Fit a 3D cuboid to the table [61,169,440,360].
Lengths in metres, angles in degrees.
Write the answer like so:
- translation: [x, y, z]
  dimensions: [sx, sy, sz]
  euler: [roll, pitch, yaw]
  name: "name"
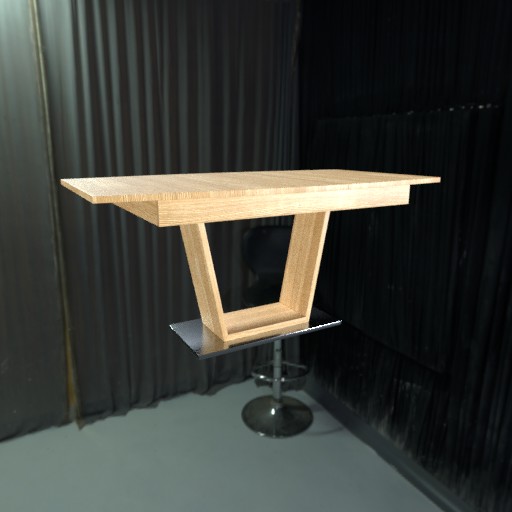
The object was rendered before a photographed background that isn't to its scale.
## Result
- translation: [0.000, 0.000, 2.159]
  dimensions: [1.598, 0.748, 0.900]
  euler: [-8, 16, -29]
  name: "table"
